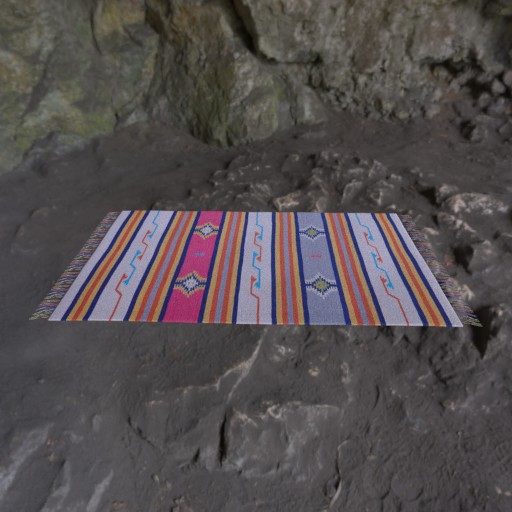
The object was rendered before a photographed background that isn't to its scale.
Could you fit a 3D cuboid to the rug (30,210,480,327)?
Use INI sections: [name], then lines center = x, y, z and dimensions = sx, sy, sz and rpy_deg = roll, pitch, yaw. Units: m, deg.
[rug]
center = 0.000, 0.000, 2.262
dimensions = 1.849, 0.013, 1.084
rpy_deg = 1, 30, 1
